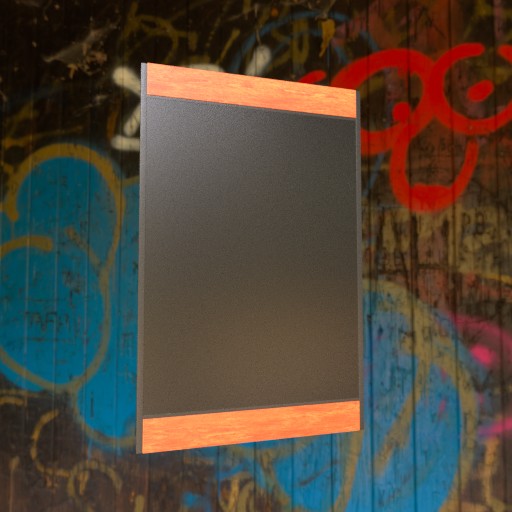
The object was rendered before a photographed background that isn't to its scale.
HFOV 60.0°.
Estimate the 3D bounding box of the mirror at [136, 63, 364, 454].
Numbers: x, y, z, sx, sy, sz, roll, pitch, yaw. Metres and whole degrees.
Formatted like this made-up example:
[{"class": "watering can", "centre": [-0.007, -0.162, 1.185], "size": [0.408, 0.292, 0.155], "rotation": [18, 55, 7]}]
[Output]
[{"class": "mirror", "centre": [0.000, 0.000, 1.025], "size": [0.525, 0.823, 0.047], "rotation": [1, -3, -16]}]
